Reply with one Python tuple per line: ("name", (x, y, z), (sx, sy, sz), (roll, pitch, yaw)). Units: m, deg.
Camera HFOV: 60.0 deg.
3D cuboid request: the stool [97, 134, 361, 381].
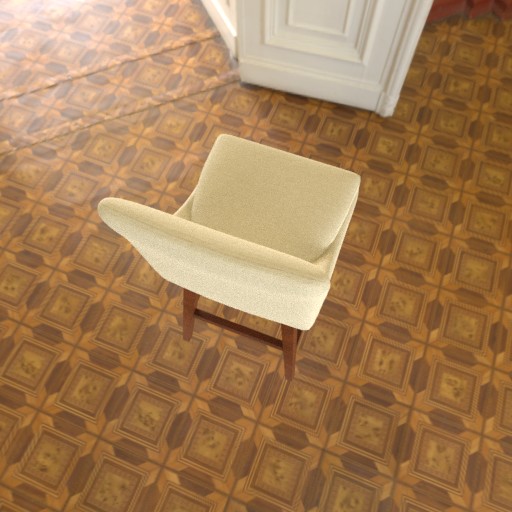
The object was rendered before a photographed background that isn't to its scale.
("stool", (0.000, 0.000, 1.363), (0.470, 1.097, 0.559), (19, 66, 9))
